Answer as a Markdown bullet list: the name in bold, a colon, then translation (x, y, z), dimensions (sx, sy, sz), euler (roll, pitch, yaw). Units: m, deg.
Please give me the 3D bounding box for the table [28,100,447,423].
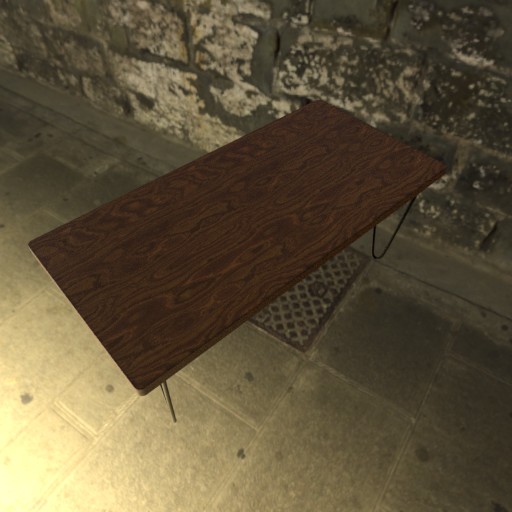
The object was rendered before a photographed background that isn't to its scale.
- **table**: translation (0.000, 0.000, 2.310), dimensions (1.791, 0.753, 0.883), euler (-33, 56, -26)
